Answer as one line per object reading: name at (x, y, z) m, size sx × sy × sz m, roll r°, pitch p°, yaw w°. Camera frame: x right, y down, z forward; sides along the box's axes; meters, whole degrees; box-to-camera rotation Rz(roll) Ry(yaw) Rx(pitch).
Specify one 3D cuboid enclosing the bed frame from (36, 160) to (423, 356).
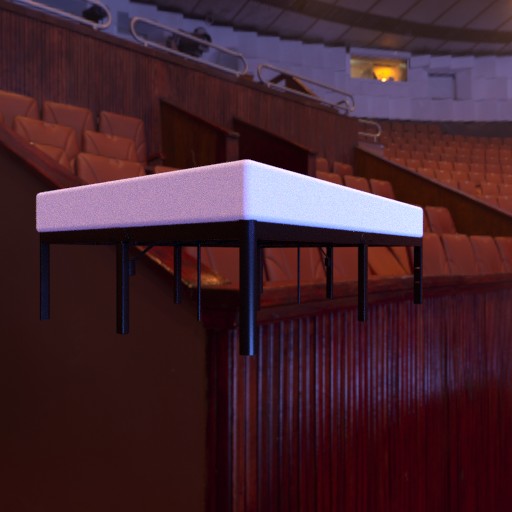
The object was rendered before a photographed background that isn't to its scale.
bed frame at (0.000, 0.000, 2.662) m, size 1.408 × 0.659 × 1.956 m, roll 0°, pitch 0°, yaw 37°
